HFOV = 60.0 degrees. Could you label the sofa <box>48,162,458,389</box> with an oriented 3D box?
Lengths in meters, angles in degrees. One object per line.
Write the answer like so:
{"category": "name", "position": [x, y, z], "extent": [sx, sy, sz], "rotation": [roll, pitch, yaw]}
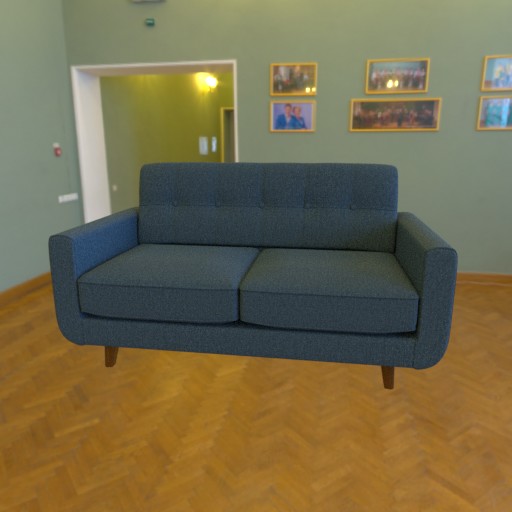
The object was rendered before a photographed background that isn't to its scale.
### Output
{"category": "sofa", "position": [0.000, 0.000, 2.216], "extent": [1.651, 0.896, 0.942], "rotation": [2, 14, 9]}
